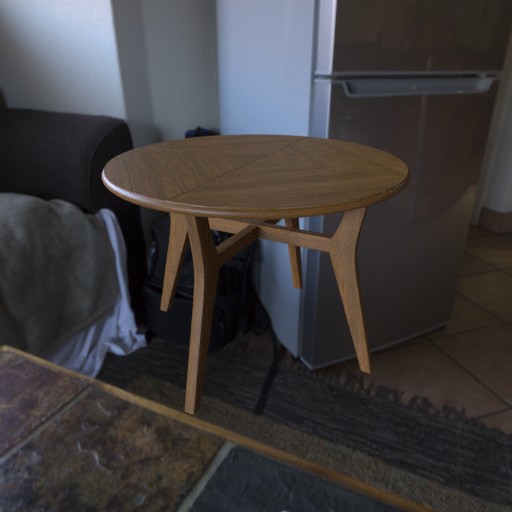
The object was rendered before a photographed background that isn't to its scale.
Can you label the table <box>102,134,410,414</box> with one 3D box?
[{"bbox_3d":[0.000,0.000,1.744,1.055,0.757,1.055,0,25,0],"label":"table"}]
